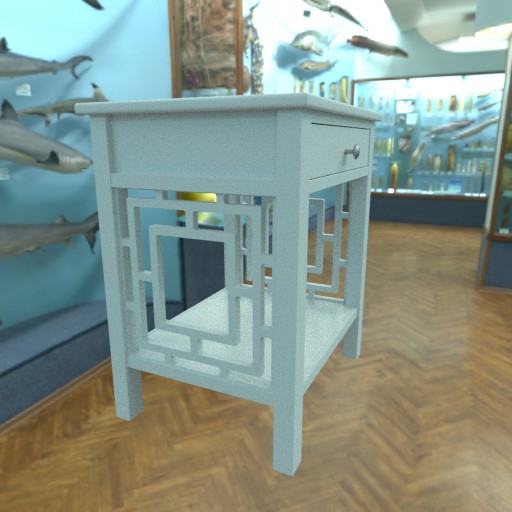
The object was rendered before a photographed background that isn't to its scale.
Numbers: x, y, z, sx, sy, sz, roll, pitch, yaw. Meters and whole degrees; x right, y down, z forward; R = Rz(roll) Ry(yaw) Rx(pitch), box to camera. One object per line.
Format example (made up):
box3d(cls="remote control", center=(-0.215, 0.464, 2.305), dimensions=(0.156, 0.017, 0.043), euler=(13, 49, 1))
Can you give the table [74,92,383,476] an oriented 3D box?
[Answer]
box3d(cls="table", center=(0.000, 0.000, 1.025), dimensions=(0.451, 0.646, 0.564), euler=(7, 16, 25))
